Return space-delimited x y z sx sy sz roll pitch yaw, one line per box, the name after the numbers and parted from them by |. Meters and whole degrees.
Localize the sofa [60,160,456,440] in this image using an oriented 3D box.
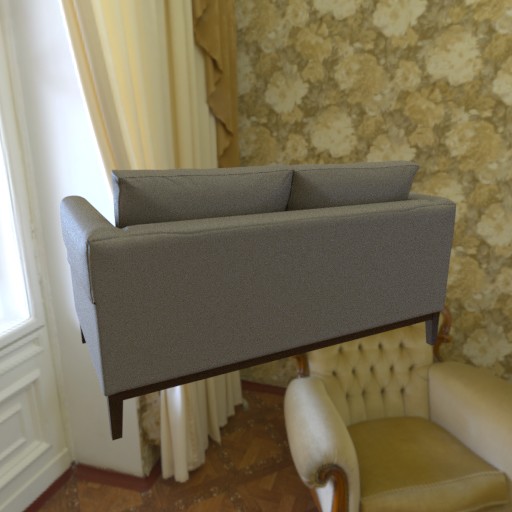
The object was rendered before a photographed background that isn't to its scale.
0.000 0.000 2.070 1.598 0.873 0.899 -8 17 -26 | sofa
